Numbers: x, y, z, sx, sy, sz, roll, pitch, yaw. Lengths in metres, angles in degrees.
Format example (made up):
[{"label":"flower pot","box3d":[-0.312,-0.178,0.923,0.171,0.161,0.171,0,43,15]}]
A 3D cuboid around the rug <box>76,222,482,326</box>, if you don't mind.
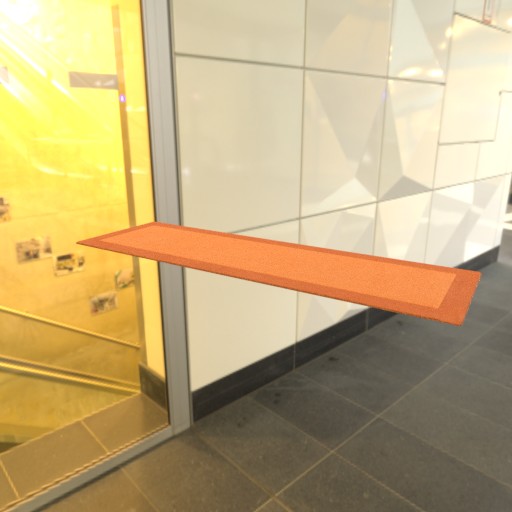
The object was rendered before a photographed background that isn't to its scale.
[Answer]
[{"label":"rug","box3d":[0.000,0.000,2.714,2.471,0.013,0.914,9,19,26]}]
